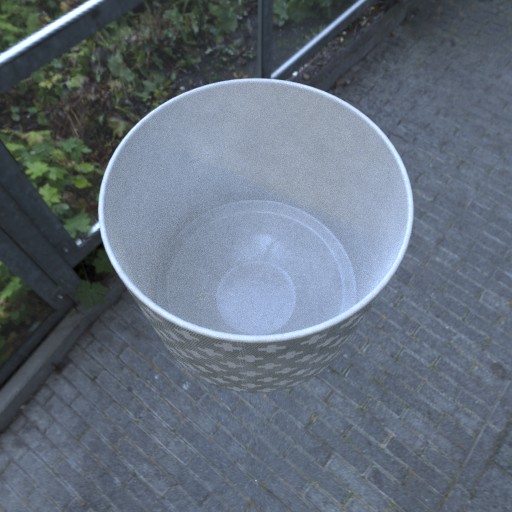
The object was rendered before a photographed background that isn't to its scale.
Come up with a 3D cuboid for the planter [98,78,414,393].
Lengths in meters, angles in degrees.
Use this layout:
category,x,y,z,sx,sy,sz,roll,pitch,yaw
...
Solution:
category,x,y,z,sx,sy,sz,roll,pitch,yaw
planter,0.000,0.000,0.461,0.250,0.239,0.250,0,63,0
